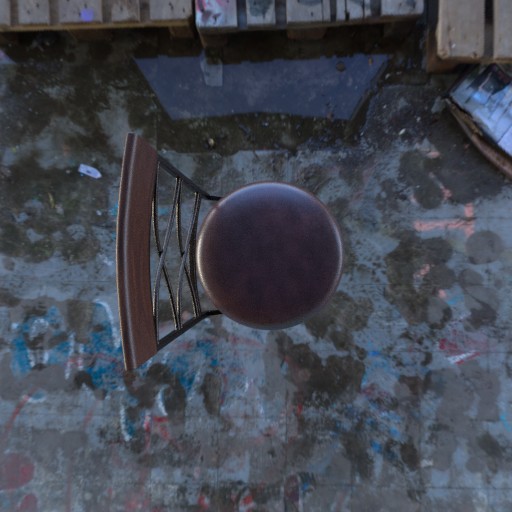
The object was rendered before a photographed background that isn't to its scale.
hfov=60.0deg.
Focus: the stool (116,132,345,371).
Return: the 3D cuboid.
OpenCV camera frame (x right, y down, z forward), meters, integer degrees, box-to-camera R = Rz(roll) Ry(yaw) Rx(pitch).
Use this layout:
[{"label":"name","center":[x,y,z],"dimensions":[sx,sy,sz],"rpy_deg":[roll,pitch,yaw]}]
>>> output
[{"label":"stool","center":[0.000,0.000,1.389],"dimensions":[0.513,1.130,0.448],"rpy_deg":[0,89,1]}]
